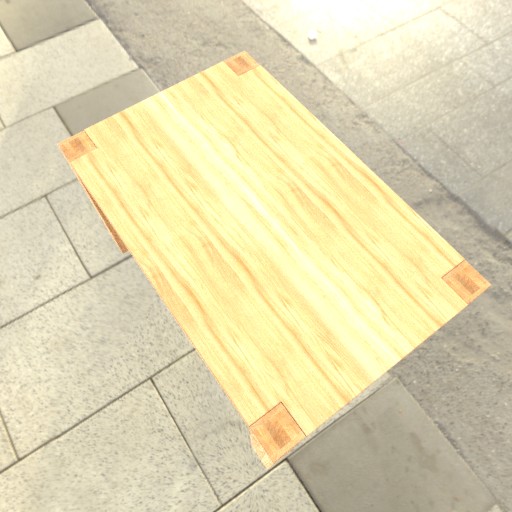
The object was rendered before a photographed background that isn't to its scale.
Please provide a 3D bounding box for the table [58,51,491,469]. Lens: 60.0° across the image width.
[{"bbox_3d":[0.000,0.000,1.929,0.900,0.760,1.400,-33,68,-15],"label":"table"}]
